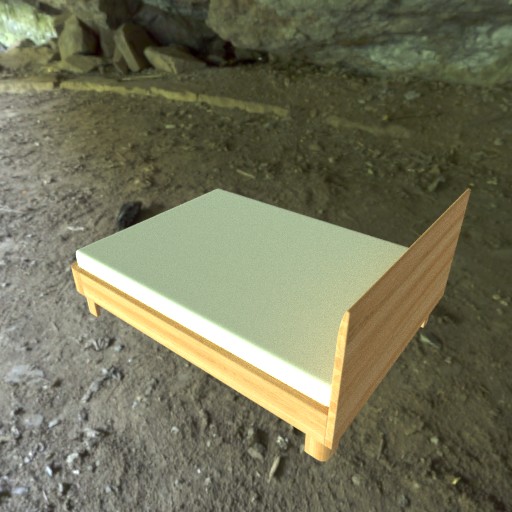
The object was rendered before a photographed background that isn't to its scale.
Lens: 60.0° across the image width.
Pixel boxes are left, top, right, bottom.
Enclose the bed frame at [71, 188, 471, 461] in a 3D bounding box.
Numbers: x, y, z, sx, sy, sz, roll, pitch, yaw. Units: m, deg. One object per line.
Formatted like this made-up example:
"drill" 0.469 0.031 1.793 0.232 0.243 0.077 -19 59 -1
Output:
"bed frame" 0.000 0.000 2.818 1.992 0.940 1.472 22 37 32
